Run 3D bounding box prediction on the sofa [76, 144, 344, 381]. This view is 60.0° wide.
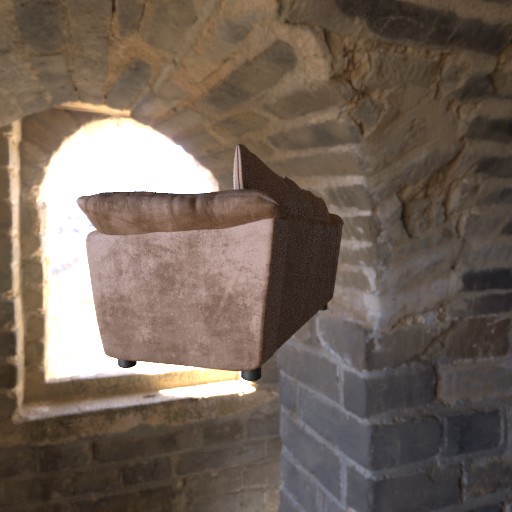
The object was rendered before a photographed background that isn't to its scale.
[{"bbox_3d":[0.000,0.000,2.858,0.893,0.981,2.377,1,2,17],"label":"sofa"}]
